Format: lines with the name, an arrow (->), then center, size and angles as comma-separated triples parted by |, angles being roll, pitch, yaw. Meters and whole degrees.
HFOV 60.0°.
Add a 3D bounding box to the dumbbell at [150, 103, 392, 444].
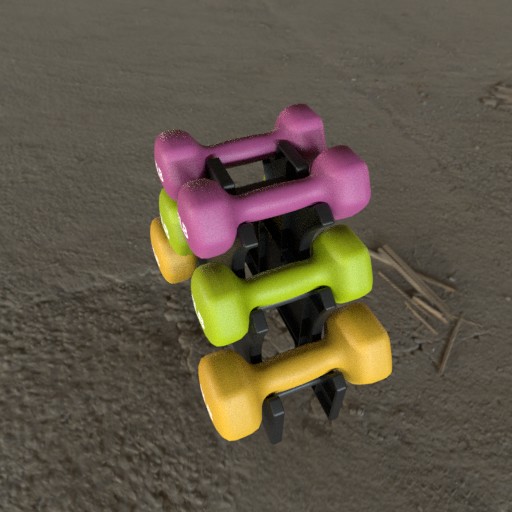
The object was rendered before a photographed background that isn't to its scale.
dumbbell -> 0.000, 0.000, 0.469 | 0.190, 0.271, 0.300 | -16, 49, -15
